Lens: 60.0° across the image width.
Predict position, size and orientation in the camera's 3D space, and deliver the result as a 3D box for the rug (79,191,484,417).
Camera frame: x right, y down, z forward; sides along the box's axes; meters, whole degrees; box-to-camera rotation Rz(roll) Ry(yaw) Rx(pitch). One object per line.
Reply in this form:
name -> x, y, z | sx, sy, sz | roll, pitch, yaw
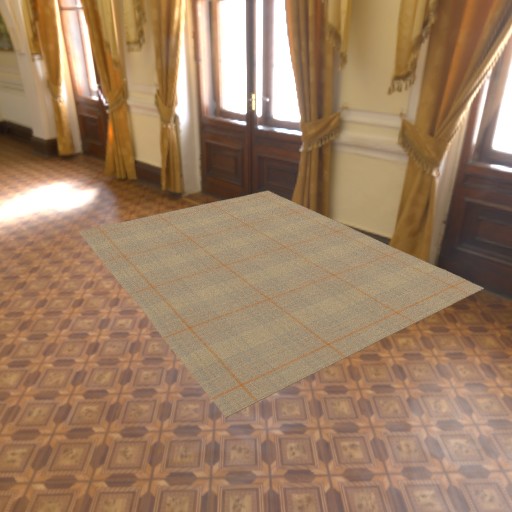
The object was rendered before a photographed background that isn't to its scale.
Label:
rug -> 0.000, 0.000, 4.137 | 2.448, 0.021, 3.051 | -17, 31, -30
